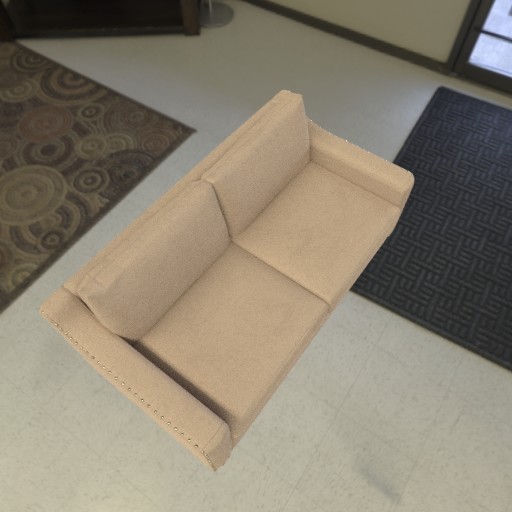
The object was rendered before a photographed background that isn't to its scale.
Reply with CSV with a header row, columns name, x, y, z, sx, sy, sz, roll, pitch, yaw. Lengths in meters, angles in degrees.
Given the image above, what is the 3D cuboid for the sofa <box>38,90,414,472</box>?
name,x,y,z,sx,sy,sz,roll,pitch,yaw
sofa,0.000,0.000,2.519,1.030,0.901,1.967,32,63,19
